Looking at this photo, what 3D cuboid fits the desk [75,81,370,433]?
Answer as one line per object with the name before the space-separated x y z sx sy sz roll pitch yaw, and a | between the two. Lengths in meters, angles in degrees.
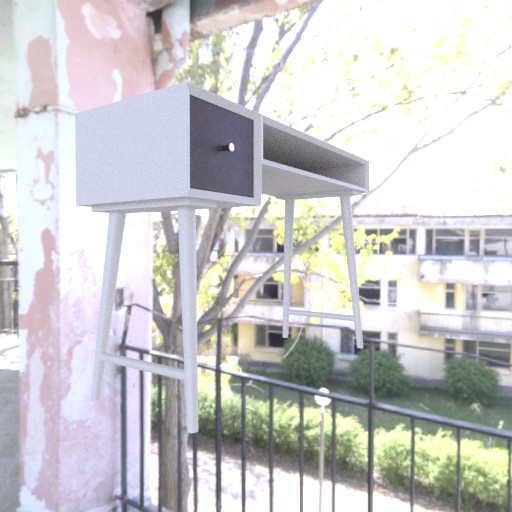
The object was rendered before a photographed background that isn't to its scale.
desk | 0.000 0.000 1.490 0.409 0.761 1.069 1 2 35
